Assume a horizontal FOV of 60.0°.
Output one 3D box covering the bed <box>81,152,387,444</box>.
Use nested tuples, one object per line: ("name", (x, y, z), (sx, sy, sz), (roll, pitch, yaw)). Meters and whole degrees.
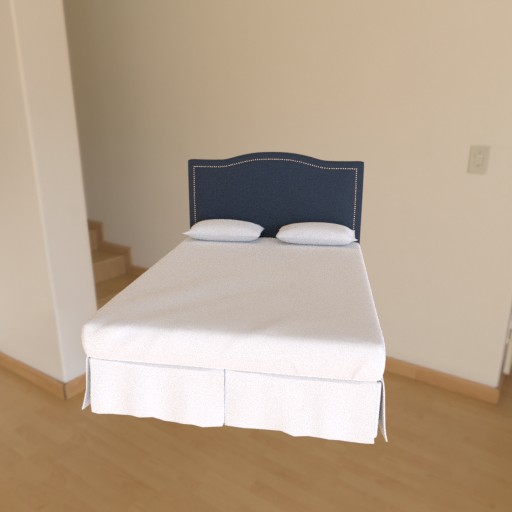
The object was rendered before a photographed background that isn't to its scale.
("bed", (0.000, 0.000, 3.417), (1.821, 1.436, 2.282), (3, 17, 9))
